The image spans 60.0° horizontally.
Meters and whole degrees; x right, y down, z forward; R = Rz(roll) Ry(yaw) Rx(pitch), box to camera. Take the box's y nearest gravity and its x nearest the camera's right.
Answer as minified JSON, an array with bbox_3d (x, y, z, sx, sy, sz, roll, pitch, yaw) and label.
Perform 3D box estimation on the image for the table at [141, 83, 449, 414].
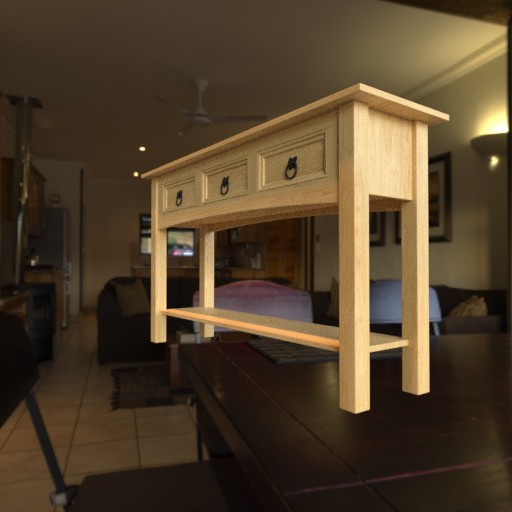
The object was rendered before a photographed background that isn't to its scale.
[{"bbox_3d":[0.000,0.000,1.553,0.350,0.730,1.240,1,-1,-36],"label":"table"}]
